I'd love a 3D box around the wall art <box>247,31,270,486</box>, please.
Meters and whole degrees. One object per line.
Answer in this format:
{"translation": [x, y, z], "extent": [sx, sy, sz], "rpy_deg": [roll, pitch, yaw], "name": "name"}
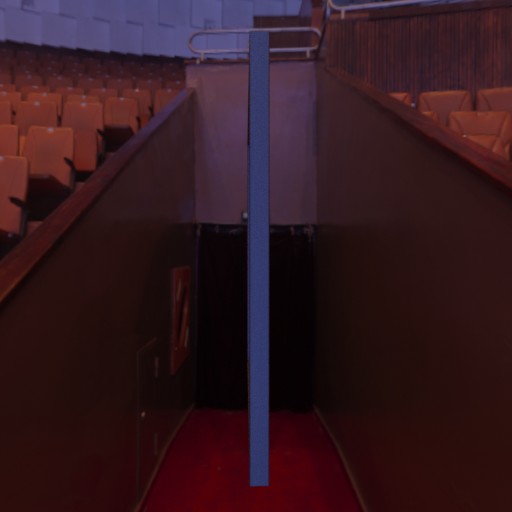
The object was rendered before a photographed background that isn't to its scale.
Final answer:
{"translation": [0.000, 0.000, 1.186], "extent": [0.043, 0.807, 0.805], "rpy_deg": [0, 1, -1], "name": "wall art"}
